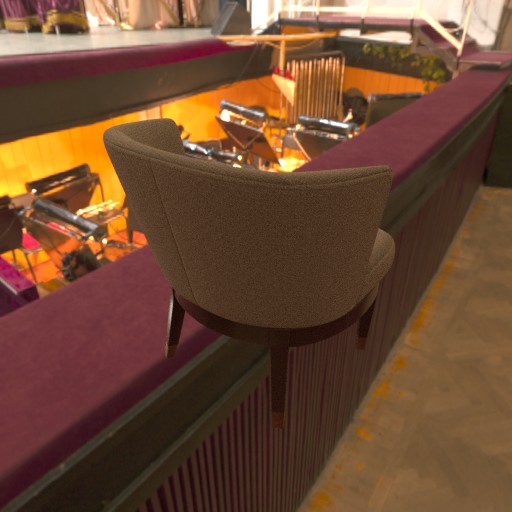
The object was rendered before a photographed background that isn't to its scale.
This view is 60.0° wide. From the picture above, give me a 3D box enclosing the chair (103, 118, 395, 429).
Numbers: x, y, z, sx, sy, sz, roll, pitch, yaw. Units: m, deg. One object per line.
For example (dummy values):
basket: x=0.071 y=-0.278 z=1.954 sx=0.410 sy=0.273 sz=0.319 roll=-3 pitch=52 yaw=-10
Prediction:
chair: x=0.000 y=0.000 z=1.268 sx=0.700 sy=0.760 sz=0.660 roll=22 pitch=37 yaw=33
